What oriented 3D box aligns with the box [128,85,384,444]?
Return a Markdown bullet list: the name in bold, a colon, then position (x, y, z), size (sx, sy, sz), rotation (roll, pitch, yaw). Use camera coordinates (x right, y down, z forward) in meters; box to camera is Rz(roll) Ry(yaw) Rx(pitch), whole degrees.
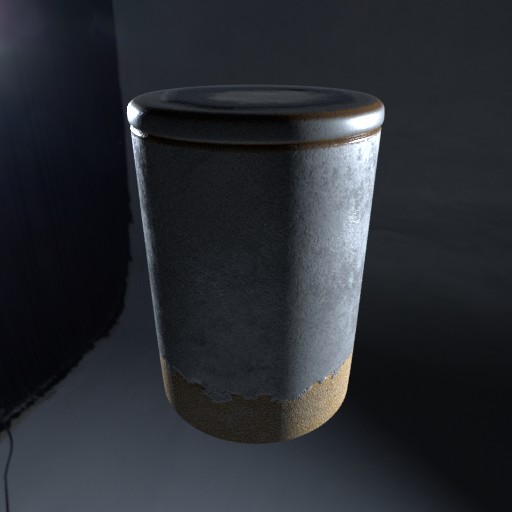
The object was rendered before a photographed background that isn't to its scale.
- **box**: position (0.000, 0.000, 0.245), size (0.118, 0.168, 0.118), rotation (0, 26, 0)
